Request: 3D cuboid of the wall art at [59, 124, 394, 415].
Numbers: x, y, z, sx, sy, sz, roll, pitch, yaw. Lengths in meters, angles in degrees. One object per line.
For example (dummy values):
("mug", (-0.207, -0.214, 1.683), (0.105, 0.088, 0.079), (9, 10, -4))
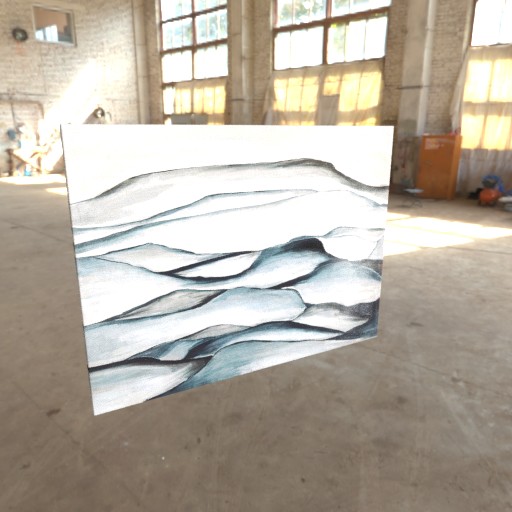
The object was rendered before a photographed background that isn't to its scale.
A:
("wall art", (0.000, 0.000, 1.615), (1.219, 0.915, 0.039), (-8, 18, -27))
